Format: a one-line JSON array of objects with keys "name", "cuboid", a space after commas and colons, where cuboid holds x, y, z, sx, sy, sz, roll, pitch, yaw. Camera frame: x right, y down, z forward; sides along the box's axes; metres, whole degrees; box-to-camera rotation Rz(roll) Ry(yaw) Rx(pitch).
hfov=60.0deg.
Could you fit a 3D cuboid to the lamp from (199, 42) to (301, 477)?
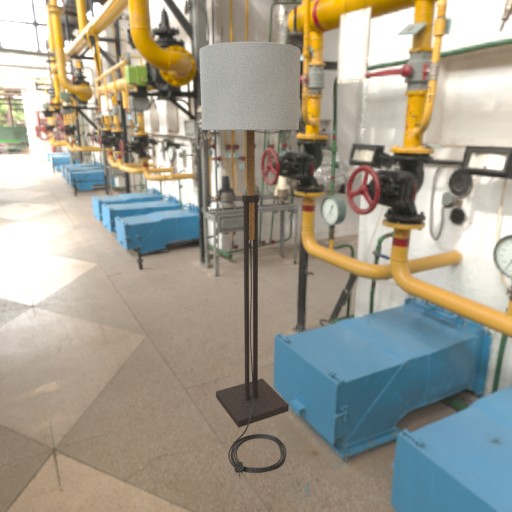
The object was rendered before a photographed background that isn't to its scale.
[{"name": "lamp", "cuboid": [0.000, 0.000, 1.901, 0.474, 1.650, 0.639, -8, 18, -26]}]
